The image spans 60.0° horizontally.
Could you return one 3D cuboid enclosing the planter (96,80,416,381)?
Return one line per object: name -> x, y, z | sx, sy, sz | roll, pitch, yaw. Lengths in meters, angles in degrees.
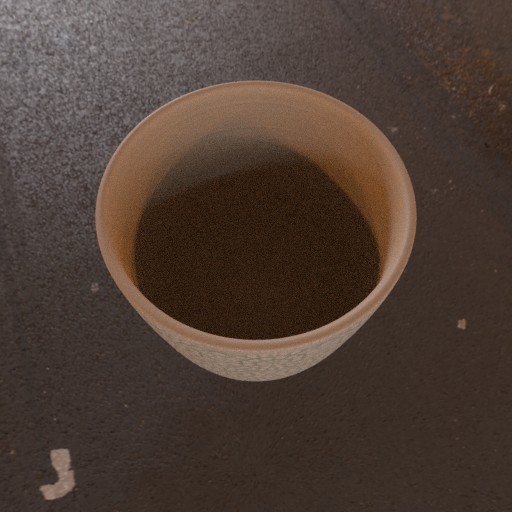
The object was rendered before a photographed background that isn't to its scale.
planter -> 0.000, 0.000, 0.221 | 0.124, 0.109, 0.124 | 0, 64, 0
